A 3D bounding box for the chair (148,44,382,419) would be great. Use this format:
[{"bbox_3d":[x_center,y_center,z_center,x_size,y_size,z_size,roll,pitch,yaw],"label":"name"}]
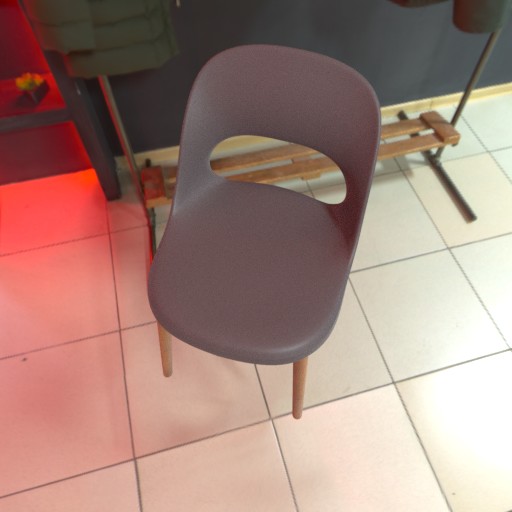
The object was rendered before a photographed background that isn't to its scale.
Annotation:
[{"bbox_3d":[0.000,0.000,1.124,0.470,0.795,0.556,15,59,9],"label":"chair"}]
